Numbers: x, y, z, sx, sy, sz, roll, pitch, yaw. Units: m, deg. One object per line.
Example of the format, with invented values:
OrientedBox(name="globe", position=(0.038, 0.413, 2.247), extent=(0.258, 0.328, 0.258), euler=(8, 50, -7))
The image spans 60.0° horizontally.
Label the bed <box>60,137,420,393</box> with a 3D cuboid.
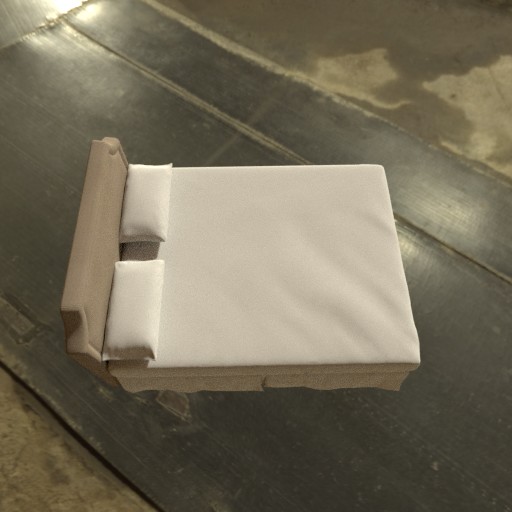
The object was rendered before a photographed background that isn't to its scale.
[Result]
OrientedBox(name="bed", position=(0.000, 0.000, 3.635), extent=(2.498, 1.293, 1.977), euler=(-1, 63, -1))
